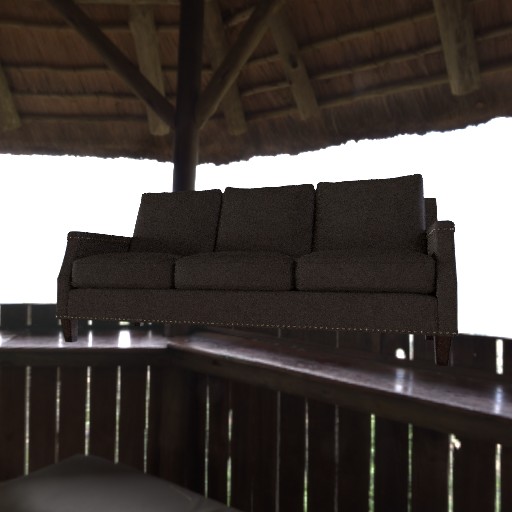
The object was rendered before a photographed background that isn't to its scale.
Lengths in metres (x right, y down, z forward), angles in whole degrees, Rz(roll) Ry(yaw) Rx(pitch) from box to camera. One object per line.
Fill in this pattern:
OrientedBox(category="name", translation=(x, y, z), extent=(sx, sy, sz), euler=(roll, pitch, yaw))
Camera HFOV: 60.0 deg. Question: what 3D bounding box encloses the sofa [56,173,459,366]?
OrientedBox(category="sofa", translation=(0.000, 0.000, 2.791), extent=(2.226, 1.042, 1.034), euler=(0, -1, 17))
